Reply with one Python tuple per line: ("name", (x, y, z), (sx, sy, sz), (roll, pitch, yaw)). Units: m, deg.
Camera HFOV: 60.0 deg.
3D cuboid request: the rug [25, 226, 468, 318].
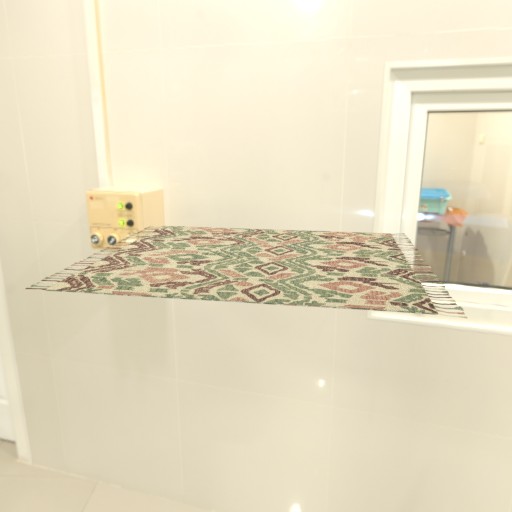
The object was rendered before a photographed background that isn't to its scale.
("rug", (0.000, 0.000, 4.097), (3.048, 0.010, 2.438), (2, 15, 9))
